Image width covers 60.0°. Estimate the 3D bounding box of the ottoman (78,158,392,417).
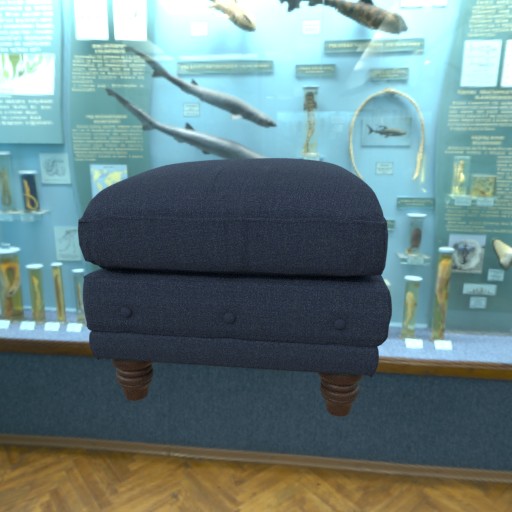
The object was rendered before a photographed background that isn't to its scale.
[{"bbox_3d":[0.000,0.000,1.130,0.558,0.486,0.767,2,13,8],"label":"ottoman"}]
